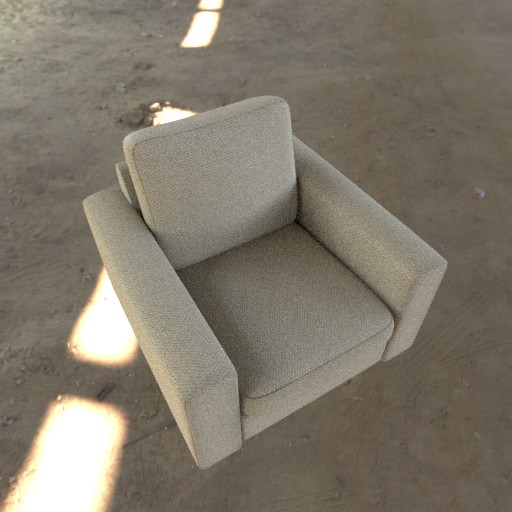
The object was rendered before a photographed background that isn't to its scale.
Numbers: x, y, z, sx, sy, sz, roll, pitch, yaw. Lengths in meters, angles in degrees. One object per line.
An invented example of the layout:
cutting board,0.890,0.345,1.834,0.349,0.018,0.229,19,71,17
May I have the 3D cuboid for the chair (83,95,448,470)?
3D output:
chair,0.000,0.000,1.705,1.005,0.873,1.016,-23,50,-21
